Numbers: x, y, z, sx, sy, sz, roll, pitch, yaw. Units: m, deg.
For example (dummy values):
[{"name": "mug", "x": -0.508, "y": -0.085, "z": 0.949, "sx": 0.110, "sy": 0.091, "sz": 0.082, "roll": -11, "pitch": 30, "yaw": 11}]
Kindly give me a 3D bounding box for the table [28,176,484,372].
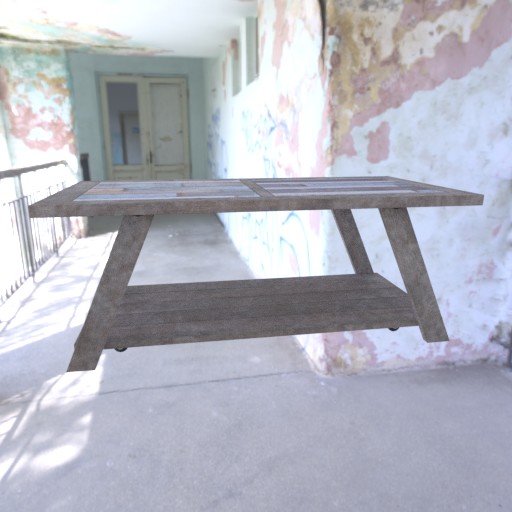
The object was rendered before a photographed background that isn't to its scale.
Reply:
[{"name": "table", "x": 0.000, "y": 0.000, "z": 1.518, "sx": 1.219, "sy": 0.470, "sz": 0.610, "roll": -3, "pitch": 15, "yaw": -9}]
